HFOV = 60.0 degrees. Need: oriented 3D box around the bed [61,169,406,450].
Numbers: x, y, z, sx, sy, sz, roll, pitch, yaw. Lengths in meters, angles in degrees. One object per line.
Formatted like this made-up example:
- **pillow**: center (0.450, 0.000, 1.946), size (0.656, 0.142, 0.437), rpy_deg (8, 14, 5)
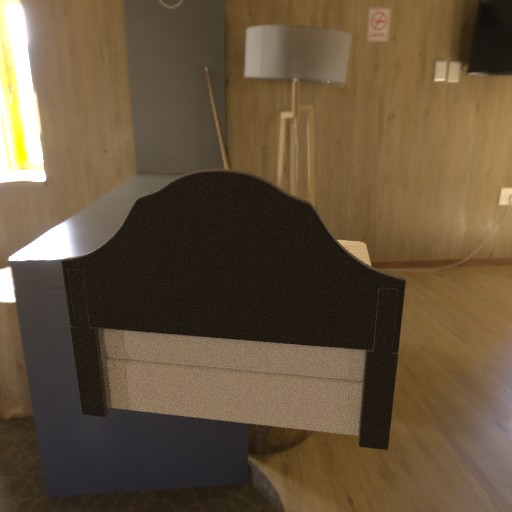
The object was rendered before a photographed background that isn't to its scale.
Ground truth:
- **bed**: center (0.000, 0.000, 3.562), size (2.008, 1.615, 2.214), rpy_deg (3, 18, 9)
